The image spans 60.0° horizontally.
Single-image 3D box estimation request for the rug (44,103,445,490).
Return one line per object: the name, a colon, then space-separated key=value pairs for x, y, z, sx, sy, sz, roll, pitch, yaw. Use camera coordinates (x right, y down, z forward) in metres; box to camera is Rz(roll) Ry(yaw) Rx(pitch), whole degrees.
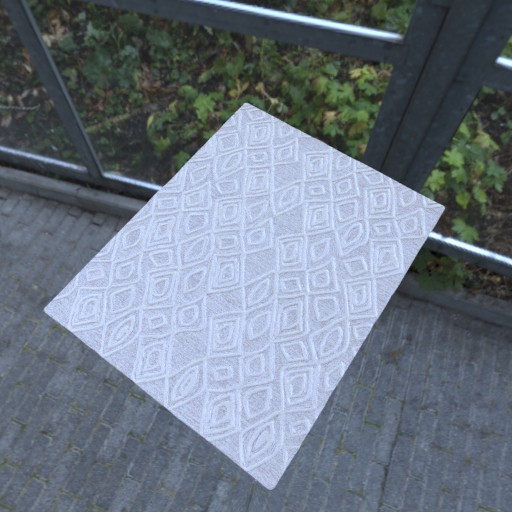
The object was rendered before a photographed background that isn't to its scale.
rug: x=0.000 y=0.000 z=4.134 sx=2.449 sy=0.025 sz=3.049 roll=32 pitch=68 yaw=15
